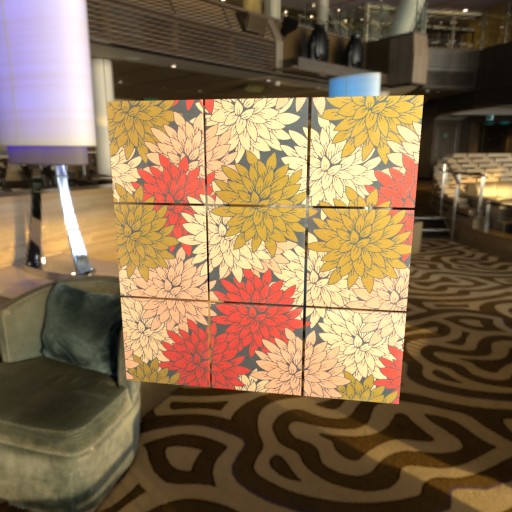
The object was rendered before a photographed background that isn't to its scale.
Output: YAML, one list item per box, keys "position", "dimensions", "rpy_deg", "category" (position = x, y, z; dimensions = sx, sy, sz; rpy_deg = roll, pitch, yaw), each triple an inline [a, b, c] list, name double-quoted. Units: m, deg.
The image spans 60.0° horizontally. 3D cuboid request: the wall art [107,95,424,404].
- position: [0.000, 0.000, 2.279]
  dimensions: [1.519, 1.534, 0.013]
  rpy_deg: [2, 13, 9]
  category: "wall art"
